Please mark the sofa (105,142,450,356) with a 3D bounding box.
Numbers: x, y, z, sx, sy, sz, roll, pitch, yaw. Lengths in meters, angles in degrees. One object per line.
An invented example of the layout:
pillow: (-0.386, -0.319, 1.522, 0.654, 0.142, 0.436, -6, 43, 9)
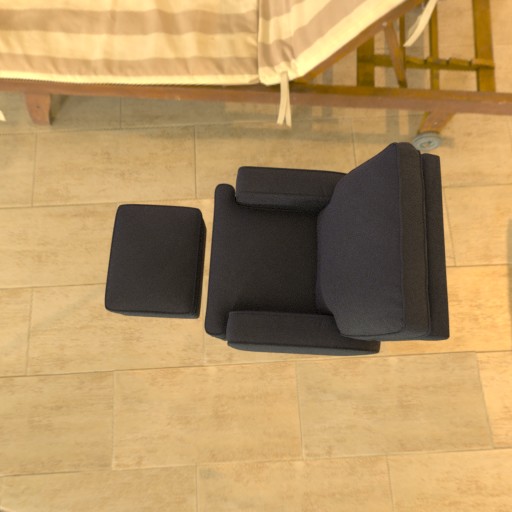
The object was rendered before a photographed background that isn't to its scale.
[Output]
sofa: (0.000, 0.000, 2.076, 1.472, 0.959, 0.861, 3, 76, 1)
